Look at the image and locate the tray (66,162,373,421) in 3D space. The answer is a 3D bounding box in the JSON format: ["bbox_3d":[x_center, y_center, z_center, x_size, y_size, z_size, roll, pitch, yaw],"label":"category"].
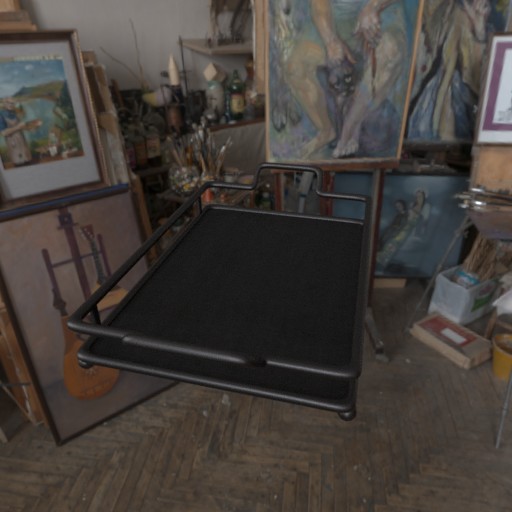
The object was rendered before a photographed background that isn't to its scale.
[{"bbox_3d":[0.000,0.000,0.596,0.297,0.101,0.495,7,31,12],"label":"tray"}]
